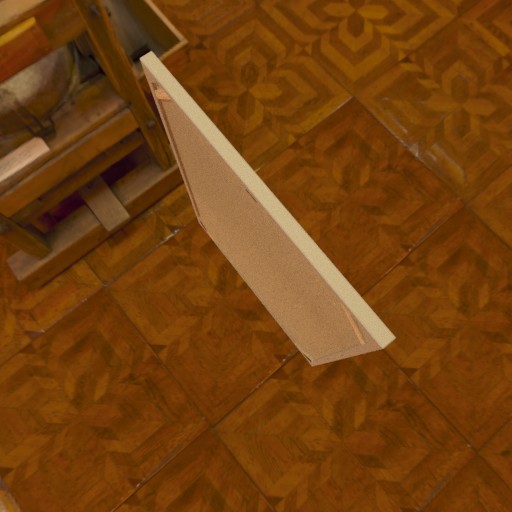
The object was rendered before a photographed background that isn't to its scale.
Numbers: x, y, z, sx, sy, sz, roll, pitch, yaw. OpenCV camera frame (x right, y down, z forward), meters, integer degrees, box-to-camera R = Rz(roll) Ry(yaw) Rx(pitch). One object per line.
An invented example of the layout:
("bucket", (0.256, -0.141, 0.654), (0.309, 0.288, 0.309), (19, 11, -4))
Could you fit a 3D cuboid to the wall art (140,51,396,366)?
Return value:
("wall art", (0.000, 0.000, 1.610), (0.038, 1.212, 0.914), (-37, 77, -10))
